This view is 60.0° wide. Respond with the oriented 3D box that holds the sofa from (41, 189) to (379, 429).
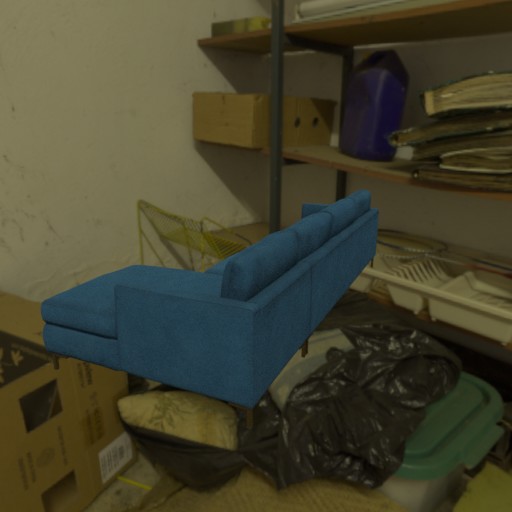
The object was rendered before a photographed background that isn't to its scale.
[{"bbox_3d":[0.000,0.000,3.474,1.350,0.810,2.932,7,17,24],"label":"sofa"}]
